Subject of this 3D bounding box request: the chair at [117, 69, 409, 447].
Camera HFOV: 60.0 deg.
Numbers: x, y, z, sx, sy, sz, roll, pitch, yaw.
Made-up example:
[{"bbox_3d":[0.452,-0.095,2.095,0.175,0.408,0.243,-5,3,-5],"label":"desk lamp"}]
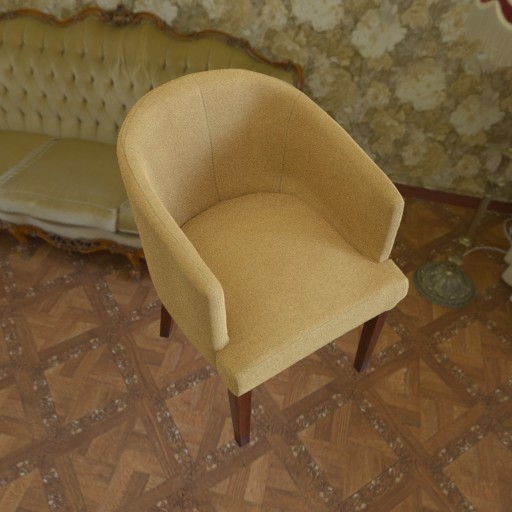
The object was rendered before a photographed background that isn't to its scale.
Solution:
[{"bbox_3d":[0.000,0.000,1.248,0.583,0.811,0.655,-25,51,-22],"label":"chair"}]
